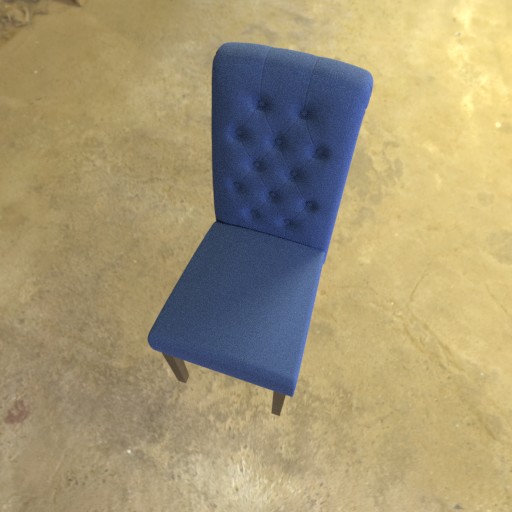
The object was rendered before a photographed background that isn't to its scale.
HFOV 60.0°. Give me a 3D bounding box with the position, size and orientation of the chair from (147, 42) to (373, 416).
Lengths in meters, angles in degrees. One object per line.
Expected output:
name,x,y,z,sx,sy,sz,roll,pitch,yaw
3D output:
chair,0.000,0.000,1.371,0.456,1.006,0.671,16,59,10
